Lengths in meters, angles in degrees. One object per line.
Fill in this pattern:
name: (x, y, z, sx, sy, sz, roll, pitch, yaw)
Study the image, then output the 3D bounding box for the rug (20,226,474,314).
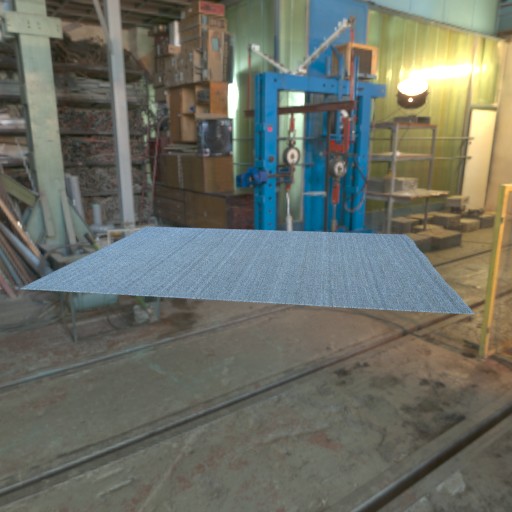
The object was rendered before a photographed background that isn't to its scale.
rug: (0.000, 0.000, 4.230, 3.200, 0.007, 2.443, 2, 15, 9)
